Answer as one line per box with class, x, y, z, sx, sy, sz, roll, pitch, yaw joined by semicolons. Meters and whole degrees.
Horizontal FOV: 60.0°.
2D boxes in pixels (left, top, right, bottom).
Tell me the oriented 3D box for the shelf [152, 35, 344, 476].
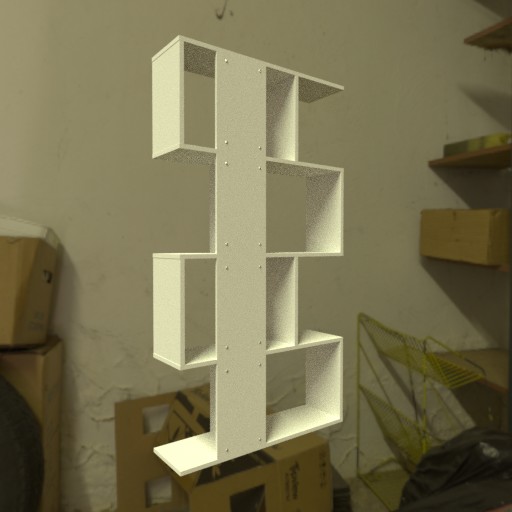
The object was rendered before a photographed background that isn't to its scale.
shelf;0.000;0.000;2.020;0.890;1.650;0.250;-1;1;-36
